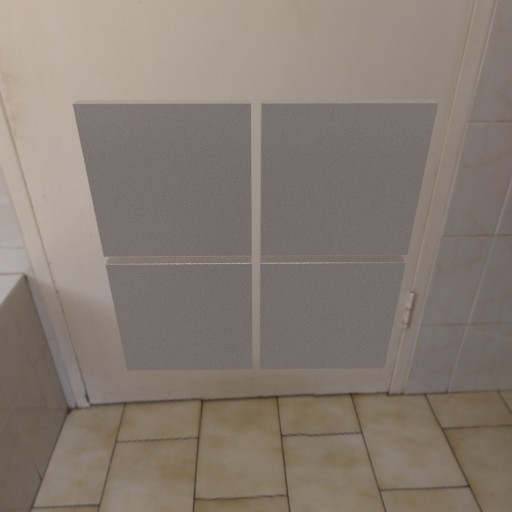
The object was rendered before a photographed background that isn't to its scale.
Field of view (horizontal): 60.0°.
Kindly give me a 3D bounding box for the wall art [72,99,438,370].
[{"bbox_3d":[0.000,0.000,0.909,0.611,0.611,0.029,0,31,-1],"label":"wall art"}]
